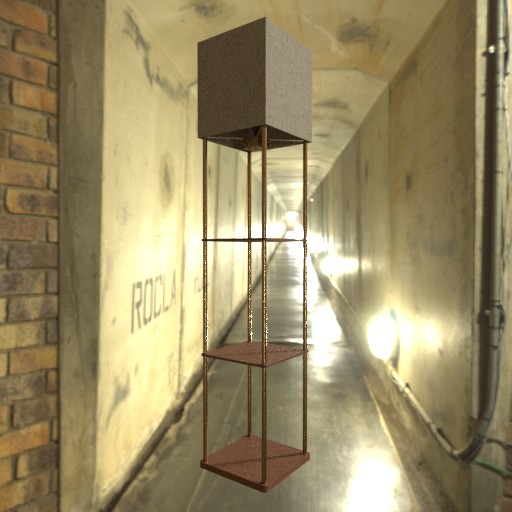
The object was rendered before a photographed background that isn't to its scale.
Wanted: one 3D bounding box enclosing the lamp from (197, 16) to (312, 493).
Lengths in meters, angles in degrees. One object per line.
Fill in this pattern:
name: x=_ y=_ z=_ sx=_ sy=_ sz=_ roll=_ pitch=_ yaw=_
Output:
lamp: x=0.000 y=0.000 z=1.671 sx=0.308 sy=1.569 sz=0.310 roll=1 pitch=1 yaw=36
